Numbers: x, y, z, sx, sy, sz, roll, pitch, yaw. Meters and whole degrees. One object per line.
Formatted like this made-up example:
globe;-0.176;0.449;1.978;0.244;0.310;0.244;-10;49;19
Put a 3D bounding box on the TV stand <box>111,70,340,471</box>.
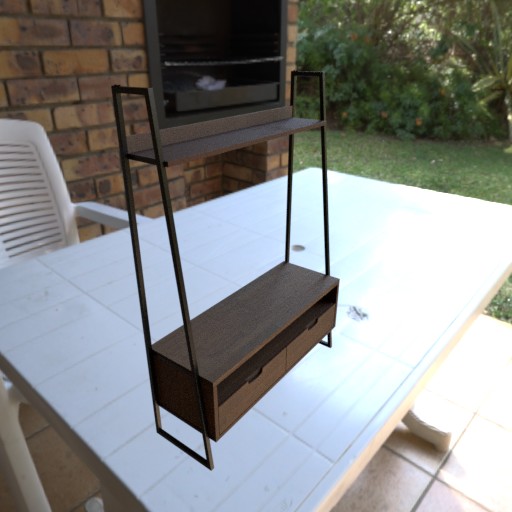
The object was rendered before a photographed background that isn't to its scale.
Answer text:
TV stand;0.000;0.000;2.368;0.432;1.772;1.250;18;31;33
